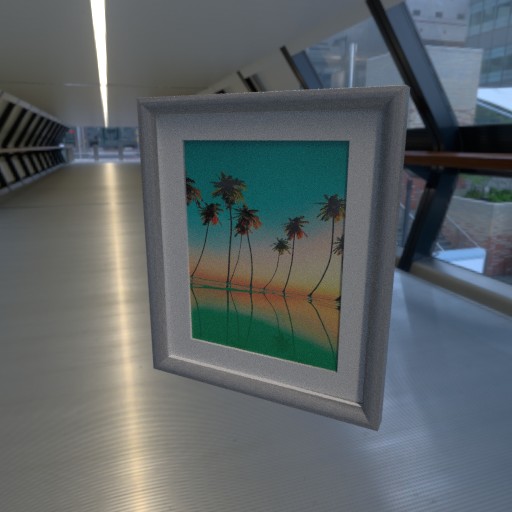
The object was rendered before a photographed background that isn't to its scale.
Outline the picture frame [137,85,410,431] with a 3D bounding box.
[{"bbox_3d":[0.000,0.000,0.546,0.327,0.378,0.027,7,17,25],"label":"picture frame"}]
